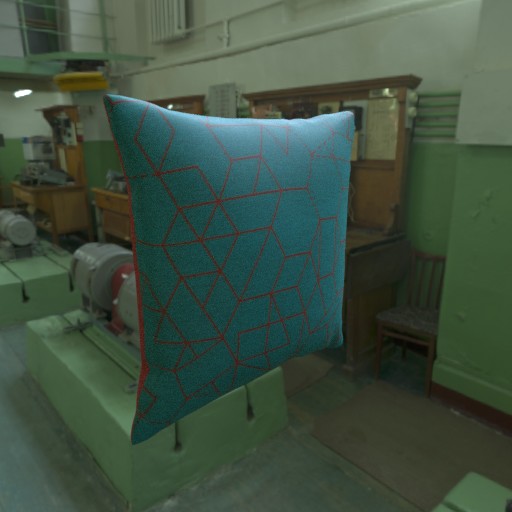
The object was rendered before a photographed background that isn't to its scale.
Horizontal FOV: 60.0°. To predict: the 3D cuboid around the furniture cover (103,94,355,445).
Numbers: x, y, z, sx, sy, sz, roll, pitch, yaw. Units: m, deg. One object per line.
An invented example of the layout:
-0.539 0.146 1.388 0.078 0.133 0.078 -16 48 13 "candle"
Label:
0.000 0.000 0.782 0.517 0.508 0.158 -13 20 -41 "furniture cover"
